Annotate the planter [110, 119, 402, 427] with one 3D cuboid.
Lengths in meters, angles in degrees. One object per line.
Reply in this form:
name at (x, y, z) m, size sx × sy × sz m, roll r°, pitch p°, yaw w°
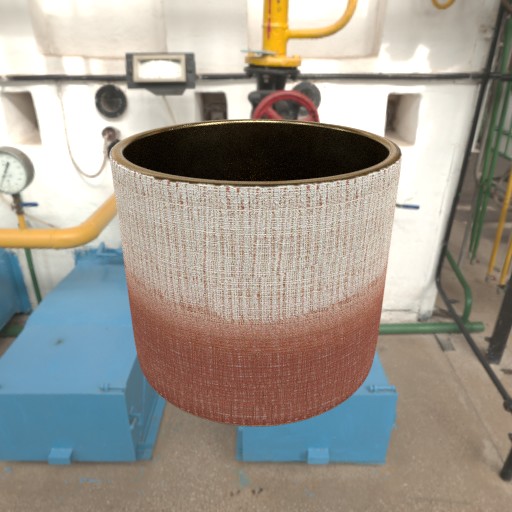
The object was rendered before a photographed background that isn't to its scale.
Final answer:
planter at (0.000, 0.000, 0.309) m, size 0.178 × 0.157 × 0.178 m, roll 0°, pitch 27°, yaw 0°
